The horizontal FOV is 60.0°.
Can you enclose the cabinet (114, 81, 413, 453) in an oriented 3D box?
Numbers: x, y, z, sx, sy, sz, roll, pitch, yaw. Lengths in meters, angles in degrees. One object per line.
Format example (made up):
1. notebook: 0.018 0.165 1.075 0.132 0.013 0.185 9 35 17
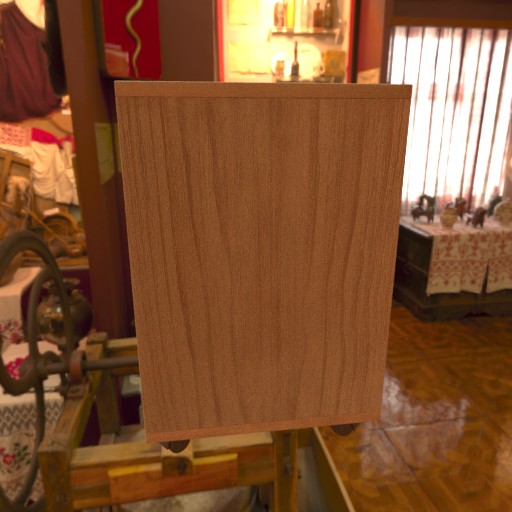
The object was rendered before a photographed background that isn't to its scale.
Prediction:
1. cabinet: 0.000 0.000 0.833 0.401 0.579 0.409 -2 17 -8
